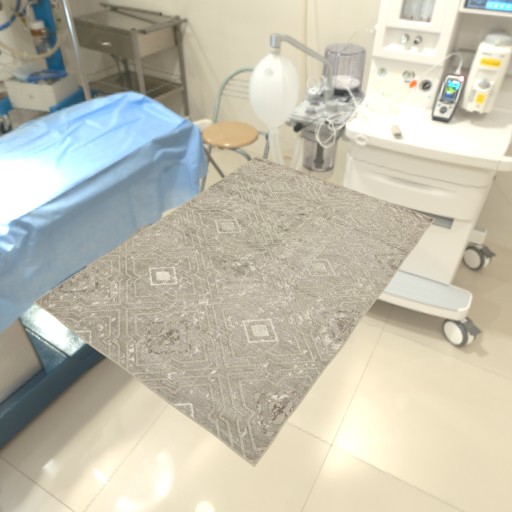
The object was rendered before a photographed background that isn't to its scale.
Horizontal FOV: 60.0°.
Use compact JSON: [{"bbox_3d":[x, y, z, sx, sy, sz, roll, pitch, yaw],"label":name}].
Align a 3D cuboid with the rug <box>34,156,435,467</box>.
[{"bbox_3d":[0.000,0.000,4.401,2.448,0.020,3.359,26,47,27],"label":"rug"}]
